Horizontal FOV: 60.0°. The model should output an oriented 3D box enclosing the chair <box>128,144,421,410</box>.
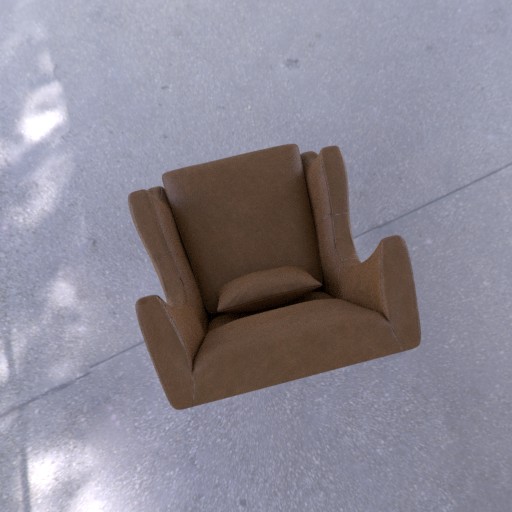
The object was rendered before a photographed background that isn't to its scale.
[{"bbox_3d":[0.000,0.000,1.713,0.852,1.016,0.925,-14,76,-3],"label":"chair"}]
